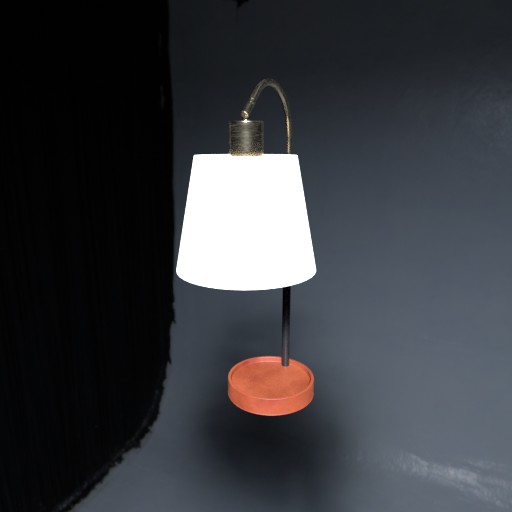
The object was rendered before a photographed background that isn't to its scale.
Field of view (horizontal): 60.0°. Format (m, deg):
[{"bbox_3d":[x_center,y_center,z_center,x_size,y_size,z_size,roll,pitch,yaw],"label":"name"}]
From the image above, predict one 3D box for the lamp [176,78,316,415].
[{"bbox_3d":[0.000,0.000,0.701,0.211,0.536,0.273,7,16,27],"label":"lamp"}]
